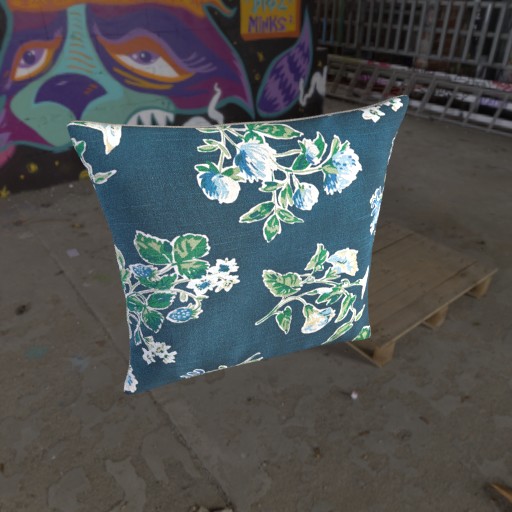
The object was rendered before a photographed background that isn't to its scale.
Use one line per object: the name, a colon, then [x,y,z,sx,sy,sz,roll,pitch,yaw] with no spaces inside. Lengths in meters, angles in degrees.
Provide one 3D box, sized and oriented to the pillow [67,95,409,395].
pillow: [0.000,0.000,0.779,0.525,0.508,0.166,-10,33,-15]
